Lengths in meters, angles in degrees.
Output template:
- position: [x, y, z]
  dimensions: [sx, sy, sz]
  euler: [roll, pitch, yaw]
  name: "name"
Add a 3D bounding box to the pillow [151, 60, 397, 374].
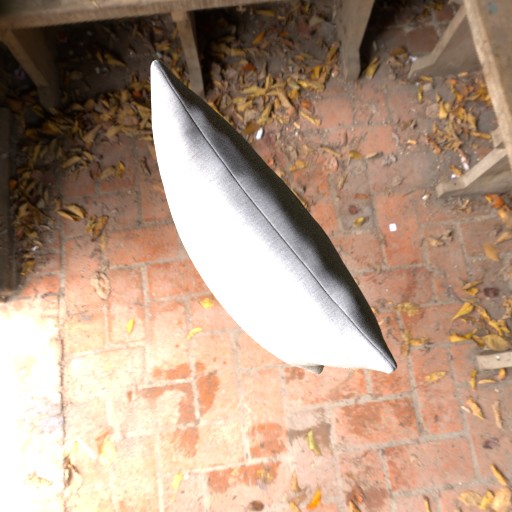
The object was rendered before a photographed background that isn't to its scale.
- position: [0.000, 0.000, 0.681]
  dimensions: [0.173, 0.436, 0.433]
  euler: [-35, 79, -8]
  name: "pillow"
